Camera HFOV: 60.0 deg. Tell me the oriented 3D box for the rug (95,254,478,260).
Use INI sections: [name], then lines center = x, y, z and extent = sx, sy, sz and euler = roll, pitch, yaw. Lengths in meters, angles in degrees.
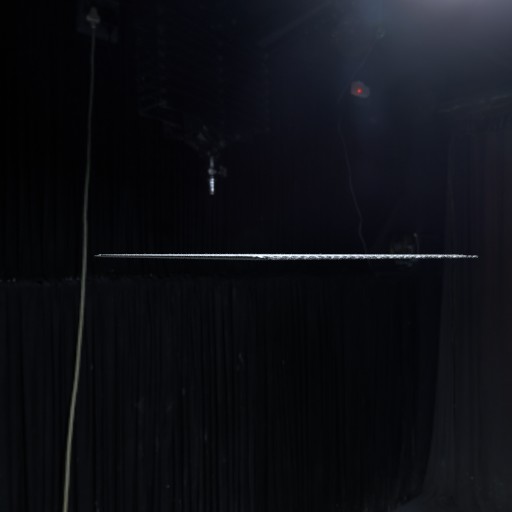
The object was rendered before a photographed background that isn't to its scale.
[rug]
center = 0.000, 0.000, 2.450
extent = 1.243, 0.013, 1.872
euler = 0, 0, -36
